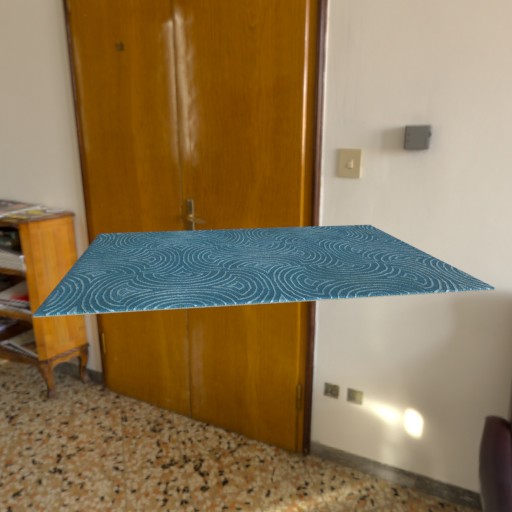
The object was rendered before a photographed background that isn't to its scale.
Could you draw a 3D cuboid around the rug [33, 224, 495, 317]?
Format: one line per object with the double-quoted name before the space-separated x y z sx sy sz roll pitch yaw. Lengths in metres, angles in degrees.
"rug" 0.000 0.000 2.754 2.144 0.015 1.543 -2 16 -9
